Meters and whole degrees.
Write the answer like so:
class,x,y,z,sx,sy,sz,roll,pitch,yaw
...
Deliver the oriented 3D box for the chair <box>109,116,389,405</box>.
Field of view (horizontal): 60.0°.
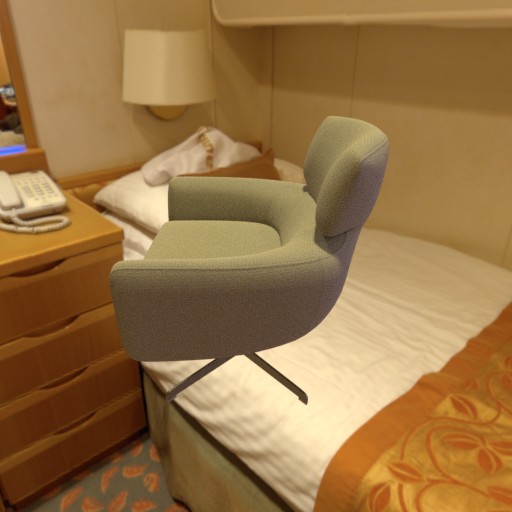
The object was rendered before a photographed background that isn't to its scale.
class,x,y,z,sx,sy,sz,roll,pitch,yaw
chair,0.000,0.000,1.421,0.730,0.810,0.760,1,27,1
